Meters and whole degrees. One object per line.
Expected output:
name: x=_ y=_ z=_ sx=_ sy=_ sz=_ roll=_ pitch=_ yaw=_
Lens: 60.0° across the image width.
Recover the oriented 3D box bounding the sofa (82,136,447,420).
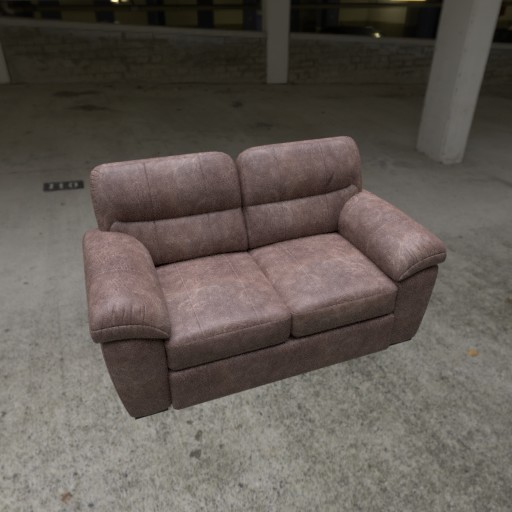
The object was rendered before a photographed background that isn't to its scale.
sofa: x=0.000 y=0.000 z=2.425 sx=1.753 sy=0.991 sz=0.991 roll=-11 pitch=33 yaw=-18
